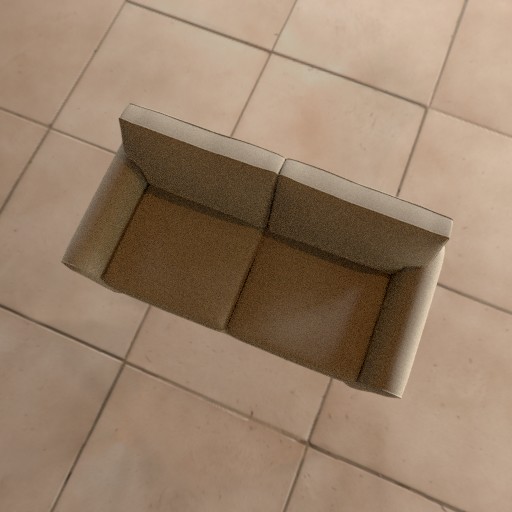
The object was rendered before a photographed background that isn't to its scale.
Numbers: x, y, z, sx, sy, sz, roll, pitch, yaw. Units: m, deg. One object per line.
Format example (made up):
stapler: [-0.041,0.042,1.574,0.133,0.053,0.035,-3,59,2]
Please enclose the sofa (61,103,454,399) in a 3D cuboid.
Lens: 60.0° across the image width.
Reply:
sofa: [0.000,0.000,2.307,1.774,0.933,0.861,21,77,5]
